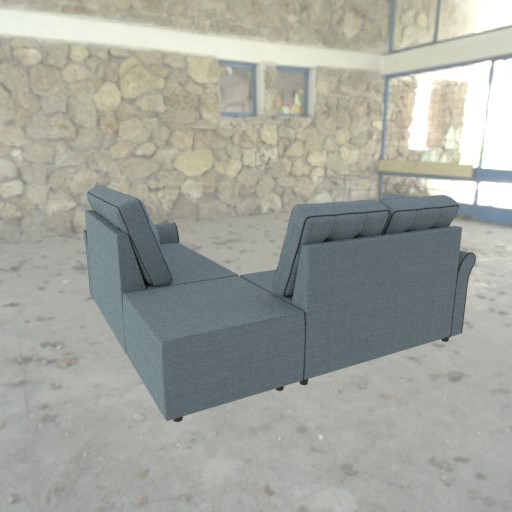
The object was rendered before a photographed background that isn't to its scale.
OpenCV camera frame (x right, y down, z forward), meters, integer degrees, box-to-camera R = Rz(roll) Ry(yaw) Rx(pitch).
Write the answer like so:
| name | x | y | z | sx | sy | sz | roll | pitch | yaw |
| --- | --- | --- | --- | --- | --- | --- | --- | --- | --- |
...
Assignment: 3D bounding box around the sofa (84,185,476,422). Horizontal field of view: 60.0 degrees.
| name | x | y | z | sx | sy | sz | roll | pitch | yaw |
| --- | --- | --- | --- | --- | --- | --- | --- | --- | --- |
| sofa | 0.000 | 0.000 | 3.242 | 2.068 | 0.988 | 2.070 | -8 | 16 | -28 |
